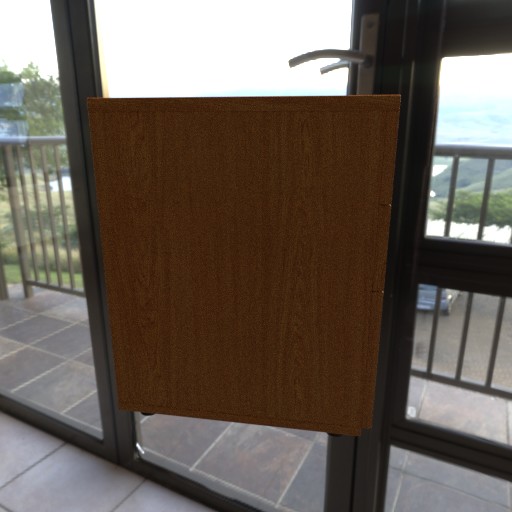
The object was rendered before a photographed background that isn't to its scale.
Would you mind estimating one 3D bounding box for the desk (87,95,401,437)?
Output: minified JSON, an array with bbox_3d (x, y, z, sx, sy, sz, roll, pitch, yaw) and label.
[{"bbox_3d":[0.000,0.000,1.108,0.600,0.730,0.404,3,17,9],"label":"desk"}]
